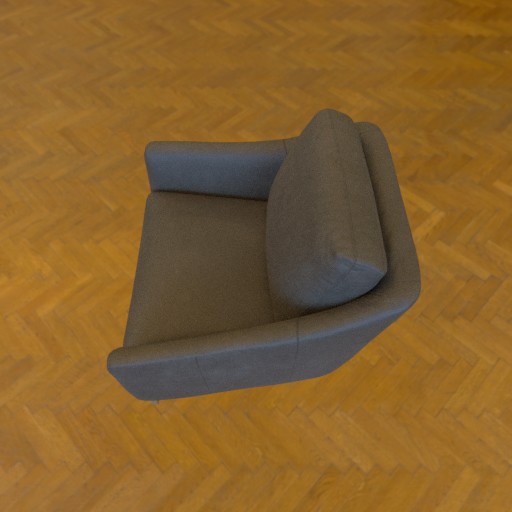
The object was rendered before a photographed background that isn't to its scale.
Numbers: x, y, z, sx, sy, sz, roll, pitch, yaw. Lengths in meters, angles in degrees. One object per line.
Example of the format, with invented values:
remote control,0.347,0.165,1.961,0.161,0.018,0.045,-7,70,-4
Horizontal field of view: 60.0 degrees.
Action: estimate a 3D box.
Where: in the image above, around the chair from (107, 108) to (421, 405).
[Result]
chair,0.000,0.000,1.719,0.961,0.901,0.988,-1,56,0
